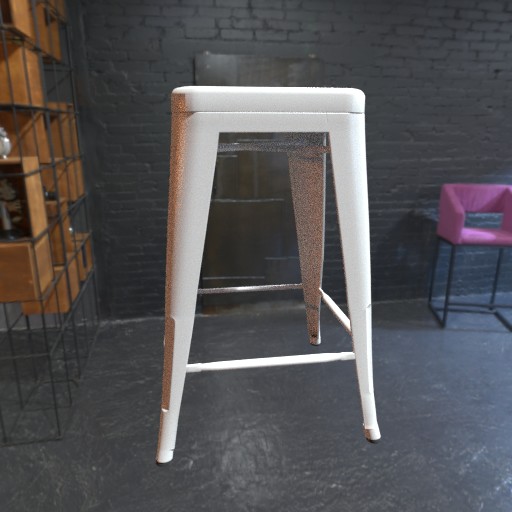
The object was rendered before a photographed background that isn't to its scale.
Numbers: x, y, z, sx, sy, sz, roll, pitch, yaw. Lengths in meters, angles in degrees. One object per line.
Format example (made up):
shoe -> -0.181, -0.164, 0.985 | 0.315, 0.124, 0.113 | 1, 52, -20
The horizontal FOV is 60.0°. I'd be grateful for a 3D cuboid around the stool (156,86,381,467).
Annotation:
stool -> 0.000, 0.000, 0.885 | 0.406, 0.610, 0.406 | -2, 16, -8
